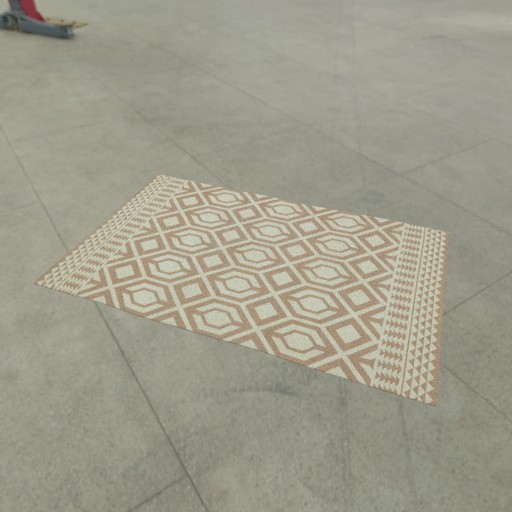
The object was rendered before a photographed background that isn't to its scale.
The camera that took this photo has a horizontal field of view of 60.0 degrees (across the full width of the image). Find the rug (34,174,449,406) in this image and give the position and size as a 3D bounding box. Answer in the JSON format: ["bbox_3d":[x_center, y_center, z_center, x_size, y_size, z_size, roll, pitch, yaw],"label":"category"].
[{"bbox_3d":[0.000,0.000,3.014,2.435,0.011,1.526,14,41,16],"label":"rug"}]
